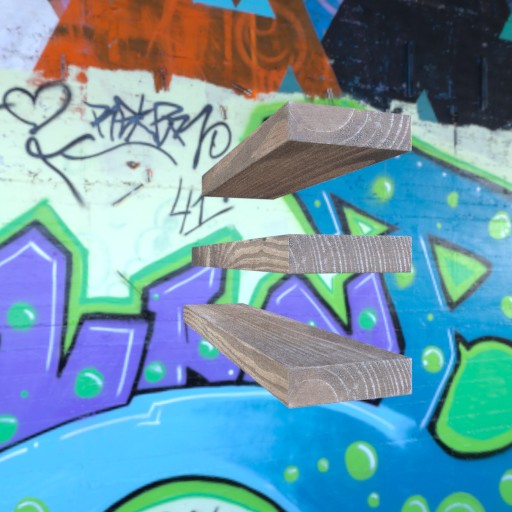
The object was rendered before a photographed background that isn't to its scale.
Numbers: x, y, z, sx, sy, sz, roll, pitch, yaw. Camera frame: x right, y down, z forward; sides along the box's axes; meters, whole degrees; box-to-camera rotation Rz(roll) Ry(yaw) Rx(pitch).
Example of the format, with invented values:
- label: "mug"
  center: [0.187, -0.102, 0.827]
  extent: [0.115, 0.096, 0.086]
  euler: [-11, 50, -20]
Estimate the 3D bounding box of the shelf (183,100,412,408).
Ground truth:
- label: "shelf"
  center: [0.000, 0.000, 0.731]
  extent: [0.140, 0.293, 0.610]
  euler: [0, 0, -19]
